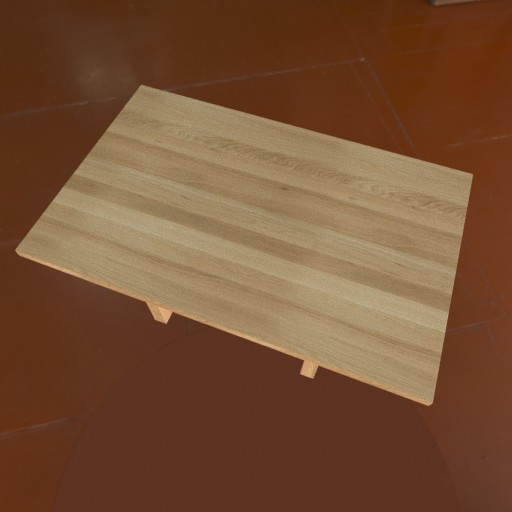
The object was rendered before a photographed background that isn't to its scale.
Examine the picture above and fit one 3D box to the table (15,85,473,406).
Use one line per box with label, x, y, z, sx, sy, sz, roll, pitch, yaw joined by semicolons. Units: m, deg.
table;0.000;0.000;1.459;1.100;0.510;0.700;18;62;10
